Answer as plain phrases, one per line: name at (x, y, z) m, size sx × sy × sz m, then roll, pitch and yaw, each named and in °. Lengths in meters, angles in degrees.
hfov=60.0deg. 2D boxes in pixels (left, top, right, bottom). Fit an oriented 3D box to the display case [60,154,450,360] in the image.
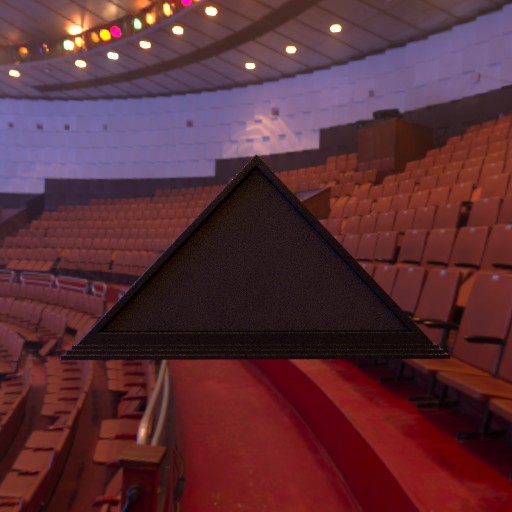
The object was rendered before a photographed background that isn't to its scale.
display case at (0.000, 0.000, 0.775) m, size 0.640 × 0.340 × 0.095 m, roll 0°, pitch 0°, yaw -1°
